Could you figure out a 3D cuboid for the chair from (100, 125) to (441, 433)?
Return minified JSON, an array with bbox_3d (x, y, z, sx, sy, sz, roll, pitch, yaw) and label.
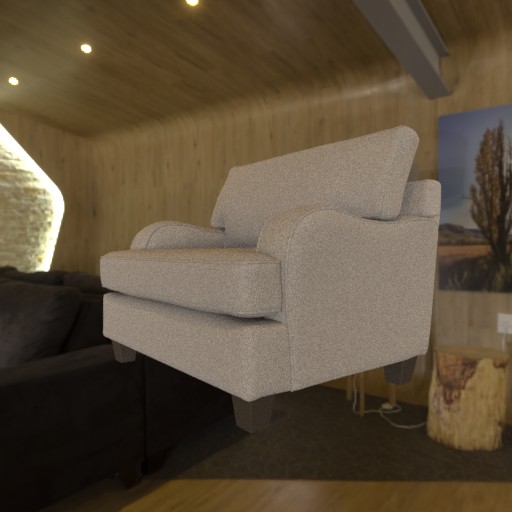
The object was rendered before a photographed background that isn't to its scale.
[{"bbox_3d":[0.000,0.000,1.985,1.040,1.016,1.220,-1,1,-38],"label":"chair"}]
